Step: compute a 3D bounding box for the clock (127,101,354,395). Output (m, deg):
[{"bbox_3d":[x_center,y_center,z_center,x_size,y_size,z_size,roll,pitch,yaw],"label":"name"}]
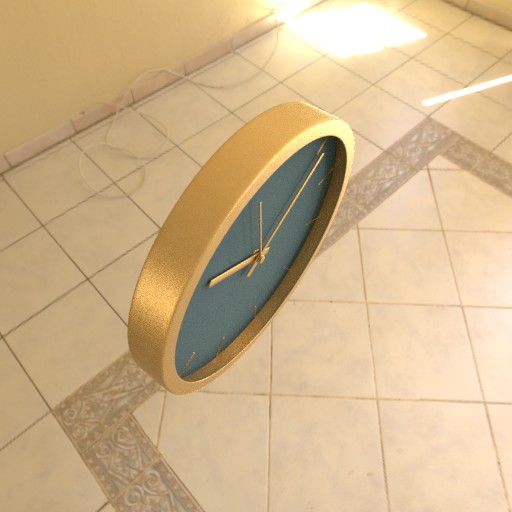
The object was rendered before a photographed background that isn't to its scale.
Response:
[{"bbox_3d":[0.000,0.000,0.462,0.040,0.314,0.314,33,63,19],"label":"clock"}]
